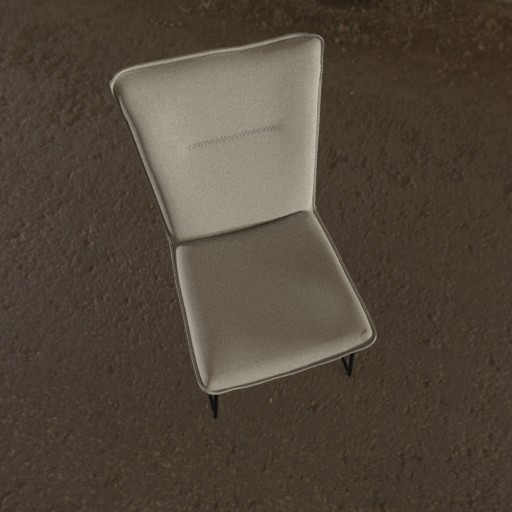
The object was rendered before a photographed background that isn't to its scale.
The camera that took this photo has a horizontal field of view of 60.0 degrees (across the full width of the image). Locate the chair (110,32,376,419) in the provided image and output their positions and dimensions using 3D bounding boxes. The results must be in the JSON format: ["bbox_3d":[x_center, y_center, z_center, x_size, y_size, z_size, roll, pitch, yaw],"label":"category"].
[{"bbox_3d":[0.000,0.000,1.298,0.515,0.930,0.688,-15,64,-8],"label":"chair"}]
